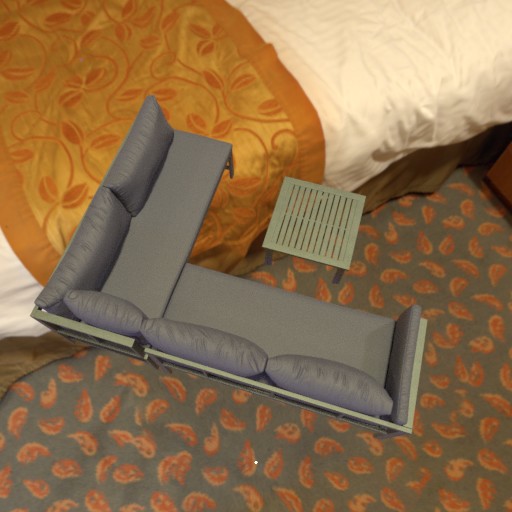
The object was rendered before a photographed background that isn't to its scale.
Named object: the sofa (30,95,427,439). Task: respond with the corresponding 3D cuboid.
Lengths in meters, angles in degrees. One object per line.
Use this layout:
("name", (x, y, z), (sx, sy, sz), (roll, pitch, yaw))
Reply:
("sofa", (0.000, 0.000, 2.909), (2.149, 0.762, 1.658), (15, 66, 7))
